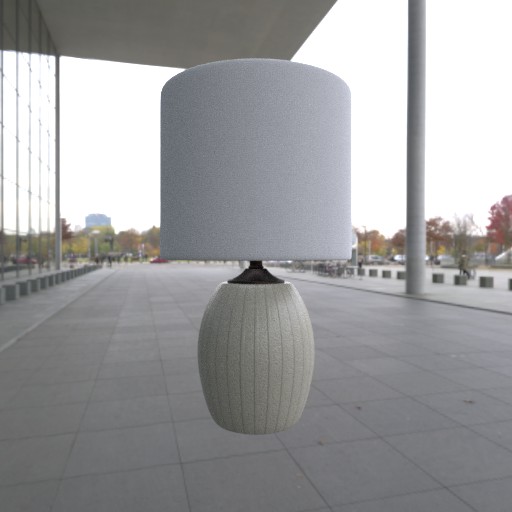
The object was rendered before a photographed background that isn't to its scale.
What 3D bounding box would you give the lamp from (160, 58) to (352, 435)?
[{"bbox_3d":[0.000,0.000,0.777,0.329,0.570,0.329,0,0,0],"label":"lamp"}]
